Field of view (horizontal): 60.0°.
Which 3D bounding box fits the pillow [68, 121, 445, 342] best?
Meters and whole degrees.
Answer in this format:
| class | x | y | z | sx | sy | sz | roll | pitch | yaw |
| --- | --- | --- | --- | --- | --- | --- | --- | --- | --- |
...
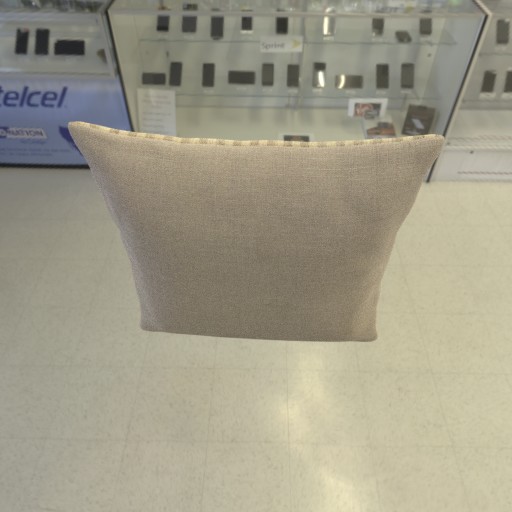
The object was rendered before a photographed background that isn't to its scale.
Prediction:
| class | x | y | z | sx | sy | sz | roll | pitch | yaw |
| --- | --- | --- | --- | --- | --- | --- | --- | --- | --- |
| pillow | 0.000 | 0.000 | 0.789 | 0.523 | 0.510 | 0.166 | 3 | 47 | 3 |
